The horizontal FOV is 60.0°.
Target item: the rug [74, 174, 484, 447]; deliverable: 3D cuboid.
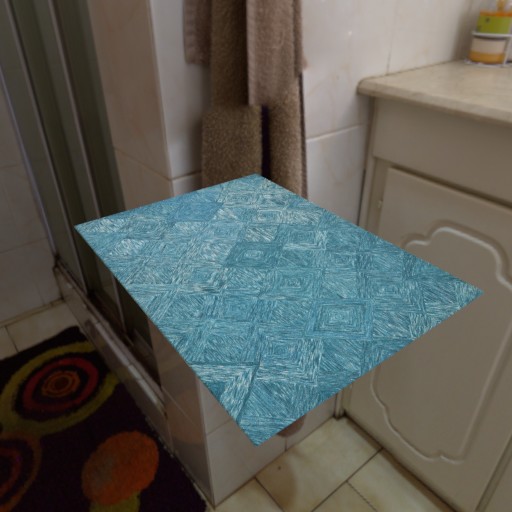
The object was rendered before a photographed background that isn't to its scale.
[{"bbox_3d":[0.000,0.000,4.217,2.405,0.027,3.217,-22,39,-30],"label":"rug"}]
